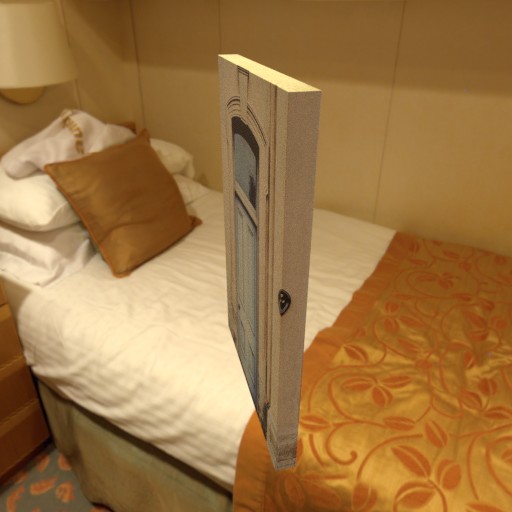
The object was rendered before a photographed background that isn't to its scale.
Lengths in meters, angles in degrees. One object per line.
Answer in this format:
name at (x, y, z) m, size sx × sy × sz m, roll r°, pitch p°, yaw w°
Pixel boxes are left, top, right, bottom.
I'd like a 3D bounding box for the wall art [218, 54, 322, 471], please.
wall art at (0.000, 0.000, 0.772) m, size 0.036 × 0.607 × 0.403 m, roll -7°, pitch 30°, yaw -13°
